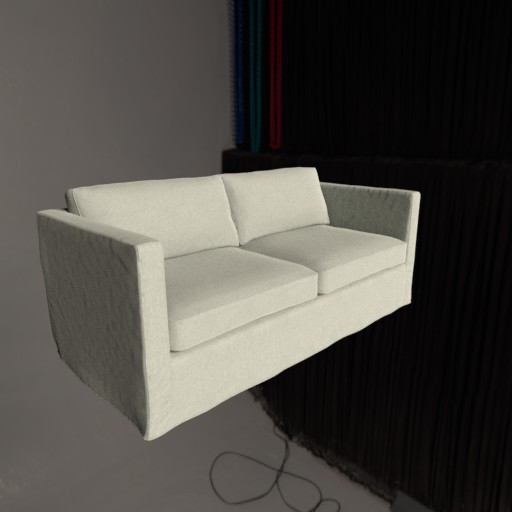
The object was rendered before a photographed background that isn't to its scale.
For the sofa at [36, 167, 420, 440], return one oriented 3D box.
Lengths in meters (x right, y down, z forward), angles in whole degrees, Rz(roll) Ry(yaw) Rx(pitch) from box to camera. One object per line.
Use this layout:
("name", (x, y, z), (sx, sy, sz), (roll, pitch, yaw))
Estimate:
("sofa", (0.000, 0.000, 2.457), (1.987, 0.870, 0.940), (-15, 21, -42))
